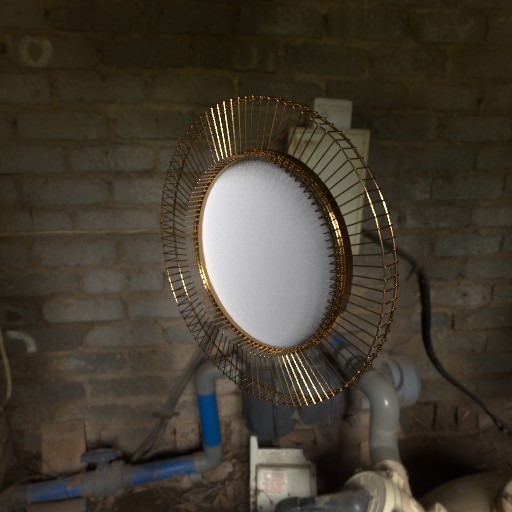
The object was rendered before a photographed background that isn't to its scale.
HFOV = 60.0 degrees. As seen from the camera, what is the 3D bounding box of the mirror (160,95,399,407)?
[{"bbox_3d":[0.000,0.000,1.035,0.703,0.703,0.067,15,22,43],"label":"mirror"}]
